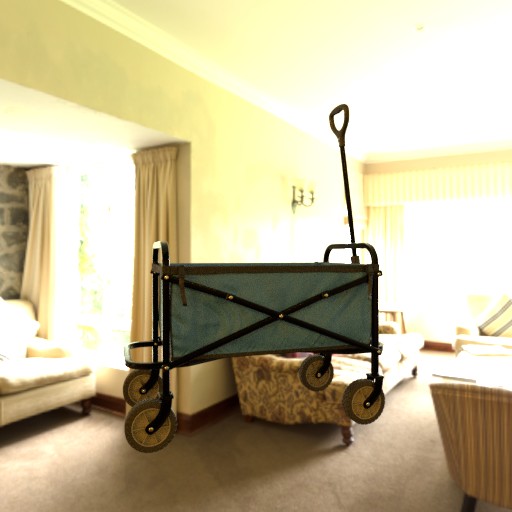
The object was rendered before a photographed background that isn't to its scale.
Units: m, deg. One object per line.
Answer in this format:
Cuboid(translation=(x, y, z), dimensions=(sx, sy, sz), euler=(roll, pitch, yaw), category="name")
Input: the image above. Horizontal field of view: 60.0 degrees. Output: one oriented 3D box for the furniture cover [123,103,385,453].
Cuboid(translation=(0.000, 0.000, 1.809), dimensions=(1.038, 1.295, 0.532), euler=(0, 0, -17), category="furniture cover")
